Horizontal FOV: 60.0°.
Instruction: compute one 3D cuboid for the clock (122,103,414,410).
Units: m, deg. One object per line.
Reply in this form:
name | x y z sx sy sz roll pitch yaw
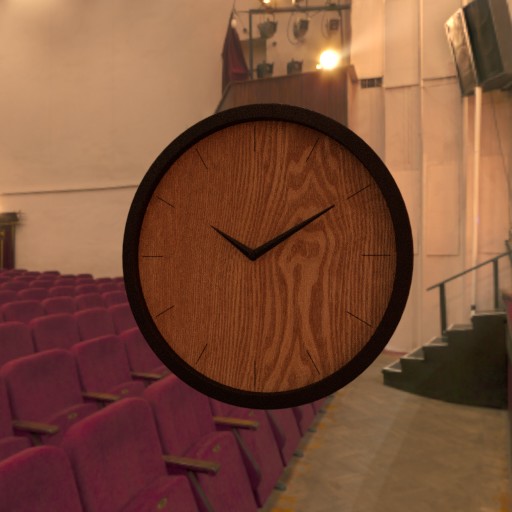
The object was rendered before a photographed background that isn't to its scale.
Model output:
clock | 0.000 0.000 0.467 0.314 0.314 0.029 0 -1 19
